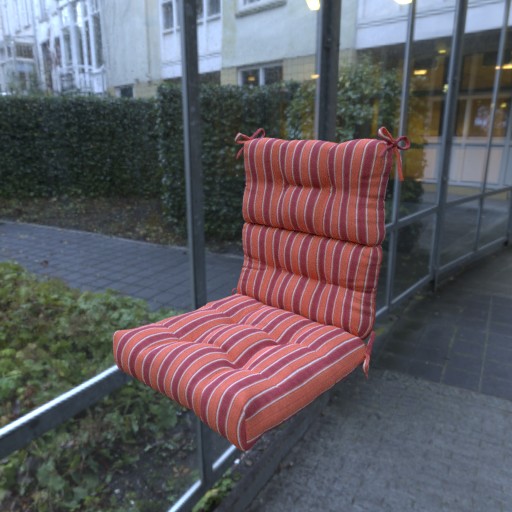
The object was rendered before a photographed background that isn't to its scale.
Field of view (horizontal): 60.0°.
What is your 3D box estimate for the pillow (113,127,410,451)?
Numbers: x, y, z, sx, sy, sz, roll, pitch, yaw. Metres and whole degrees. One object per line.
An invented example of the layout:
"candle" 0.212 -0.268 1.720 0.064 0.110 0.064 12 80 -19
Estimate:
"pillow" 0.000 0.000 1.081 0.519 0.605 0.571 14 21 41
